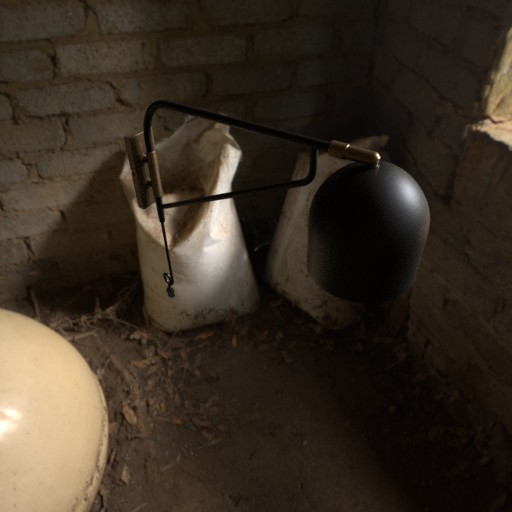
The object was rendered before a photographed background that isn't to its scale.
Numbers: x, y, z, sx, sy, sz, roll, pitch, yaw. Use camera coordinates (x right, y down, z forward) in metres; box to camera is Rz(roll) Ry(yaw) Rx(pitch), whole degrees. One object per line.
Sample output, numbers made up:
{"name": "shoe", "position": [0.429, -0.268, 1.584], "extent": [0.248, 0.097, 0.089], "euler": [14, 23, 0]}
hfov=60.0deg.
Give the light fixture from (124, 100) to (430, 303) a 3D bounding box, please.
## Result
{"name": "light fixture", "position": [0.000, 0.000, 1.060], "extent": [0.720, 0.696, 0.215], "euler": [25, 47, 26]}
